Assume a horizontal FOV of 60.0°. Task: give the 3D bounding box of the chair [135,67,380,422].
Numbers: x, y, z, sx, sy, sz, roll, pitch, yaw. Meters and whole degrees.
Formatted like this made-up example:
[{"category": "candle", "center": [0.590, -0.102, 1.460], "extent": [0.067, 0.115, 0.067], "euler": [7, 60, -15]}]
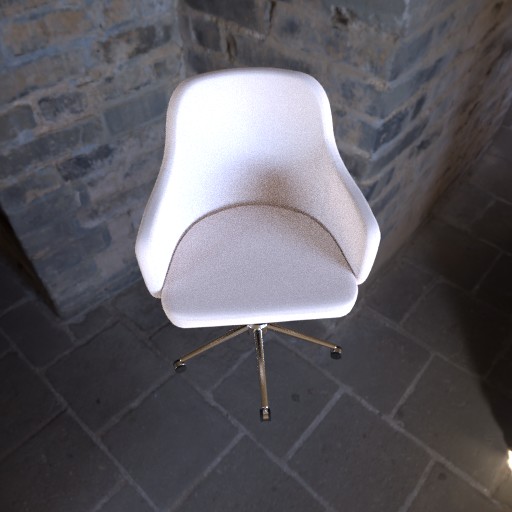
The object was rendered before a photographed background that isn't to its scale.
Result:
[{"category": "chair", "center": [0.000, 0.000, 1.276], "extent": [0.602, 0.819, 0.647], "euler": [-4, 48, -3]}]
